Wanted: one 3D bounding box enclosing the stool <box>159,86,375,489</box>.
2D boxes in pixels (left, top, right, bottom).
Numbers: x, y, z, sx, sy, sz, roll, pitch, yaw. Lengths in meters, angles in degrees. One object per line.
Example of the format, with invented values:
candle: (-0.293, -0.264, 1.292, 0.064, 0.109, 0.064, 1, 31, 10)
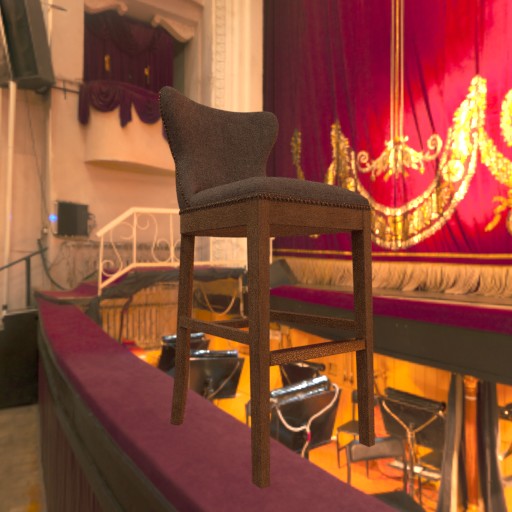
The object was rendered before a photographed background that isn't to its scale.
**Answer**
stool: (0.000, 0.000, 1.428, 0.494, 1.123, 0.606, 0, -1, -37)
